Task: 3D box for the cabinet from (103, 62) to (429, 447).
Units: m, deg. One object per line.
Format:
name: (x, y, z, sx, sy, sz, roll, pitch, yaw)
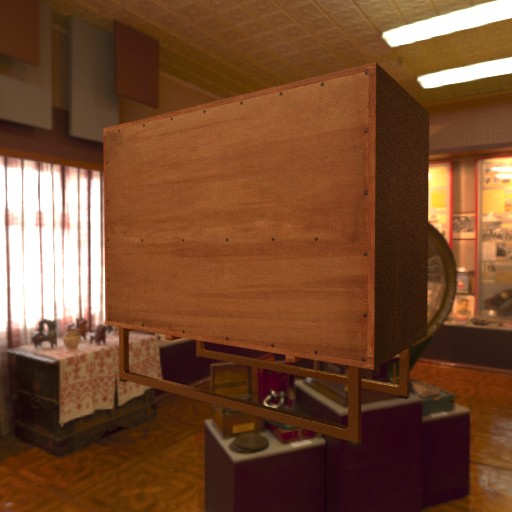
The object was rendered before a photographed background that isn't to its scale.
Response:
cabinet: (0.000, 0.000, 1.424, 0.950, 0.860, 0.451, 1, 2, 35)
